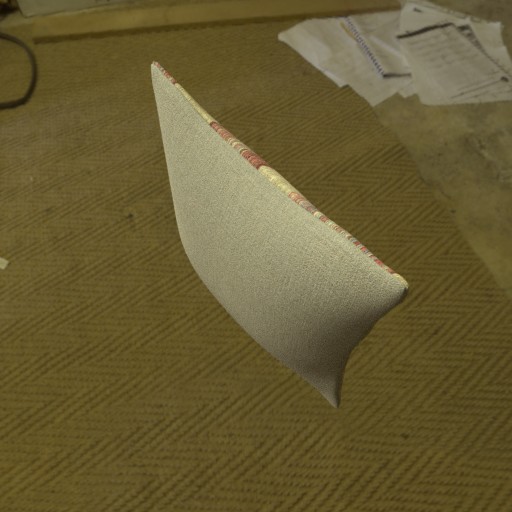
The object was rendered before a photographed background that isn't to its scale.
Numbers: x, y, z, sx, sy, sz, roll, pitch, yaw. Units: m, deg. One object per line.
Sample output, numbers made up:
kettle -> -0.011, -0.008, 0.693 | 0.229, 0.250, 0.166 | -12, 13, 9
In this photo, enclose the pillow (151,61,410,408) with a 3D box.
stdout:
pillow -> 0.000, 0.000, 0.656 | 0.136, 0.419, 0.437 | -34, 64, -20
